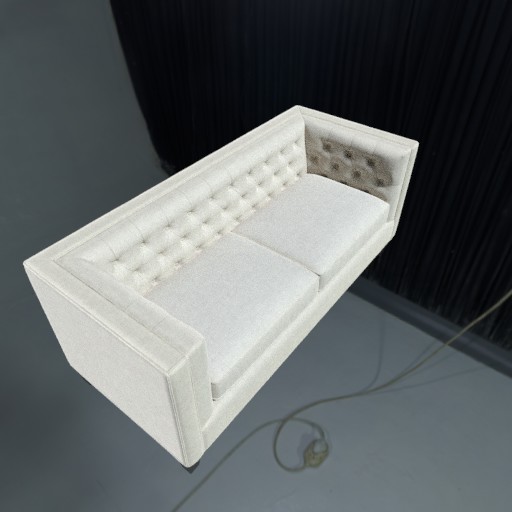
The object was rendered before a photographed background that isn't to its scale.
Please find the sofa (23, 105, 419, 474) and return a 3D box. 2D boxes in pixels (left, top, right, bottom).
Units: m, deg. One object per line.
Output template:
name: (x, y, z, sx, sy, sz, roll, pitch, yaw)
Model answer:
sofa: (0.000, 0.000, 2.192, 0.775, 0.762, 1.778, 27, 48, 27)
